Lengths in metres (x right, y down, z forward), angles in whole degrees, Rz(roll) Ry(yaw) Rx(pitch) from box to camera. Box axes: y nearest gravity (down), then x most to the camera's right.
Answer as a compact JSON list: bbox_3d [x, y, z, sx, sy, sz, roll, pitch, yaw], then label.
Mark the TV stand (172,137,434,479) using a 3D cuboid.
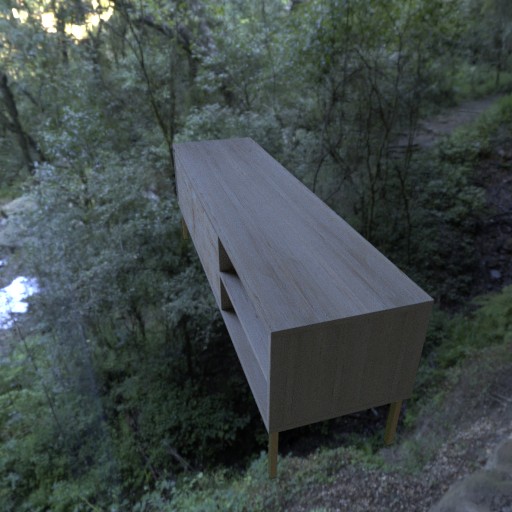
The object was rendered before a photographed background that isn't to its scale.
[{"bbox_3d":[0.000,0.000,1.828,0.420,0.550,1.600,-9,31,-15],"label":"TV stand"}]
